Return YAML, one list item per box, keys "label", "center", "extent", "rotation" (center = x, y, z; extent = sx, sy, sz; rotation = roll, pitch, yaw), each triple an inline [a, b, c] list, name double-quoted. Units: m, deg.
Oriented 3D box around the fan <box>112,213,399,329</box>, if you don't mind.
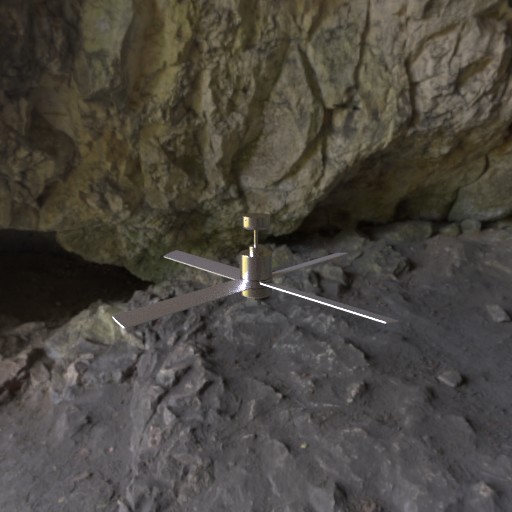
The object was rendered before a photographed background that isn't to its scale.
- label: "fan"
  center: [0.000, 0.000, 1.917]
  extent: [1.322, 0.355, 1.322]
  rotation: [-14, 21, -43]
